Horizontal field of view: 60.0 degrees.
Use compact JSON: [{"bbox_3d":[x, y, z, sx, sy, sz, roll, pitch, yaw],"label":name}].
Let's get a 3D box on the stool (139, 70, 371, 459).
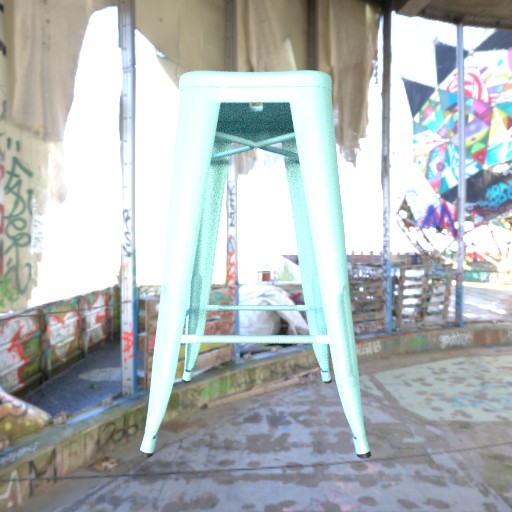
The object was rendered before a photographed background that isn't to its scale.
[{"bbox_3d":[0.000,0.000,0.863,0.359,0.609,0.399,0,1,0],"label":"stool"}]
